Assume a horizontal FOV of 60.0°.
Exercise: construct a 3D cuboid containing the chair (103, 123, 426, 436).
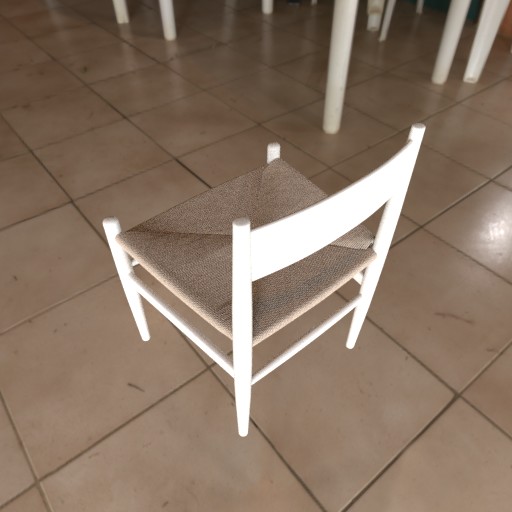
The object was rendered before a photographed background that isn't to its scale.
[{"bbox_3d":[0.000,0.000,1.121,0.556,0.762,0.495,-31,53,-27],"label":"chair"}]
